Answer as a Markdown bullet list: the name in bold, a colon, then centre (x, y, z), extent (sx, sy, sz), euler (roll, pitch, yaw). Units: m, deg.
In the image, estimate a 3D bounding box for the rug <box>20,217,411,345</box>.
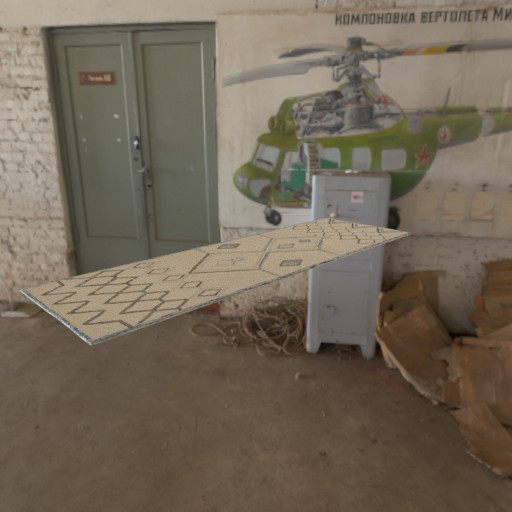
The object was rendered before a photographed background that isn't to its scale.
- **rug**: centre (0.000, 0.000, 2.687), extent (2.434, 0.013, 0.770), euler (-16, 23, -42)
